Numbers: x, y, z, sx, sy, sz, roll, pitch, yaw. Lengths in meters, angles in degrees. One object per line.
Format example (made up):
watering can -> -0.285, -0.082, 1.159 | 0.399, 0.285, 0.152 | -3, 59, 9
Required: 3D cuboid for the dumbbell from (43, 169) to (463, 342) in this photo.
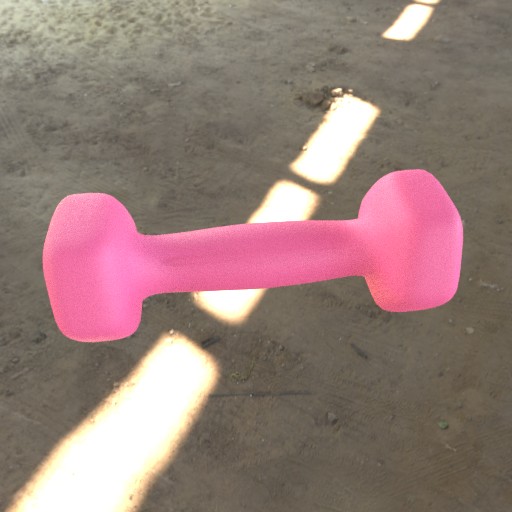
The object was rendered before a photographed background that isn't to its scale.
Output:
dumbbell -> 0.000, 0.000, 0.170 | 0.146, 0.053, 0.058 | -5, 48, -4
